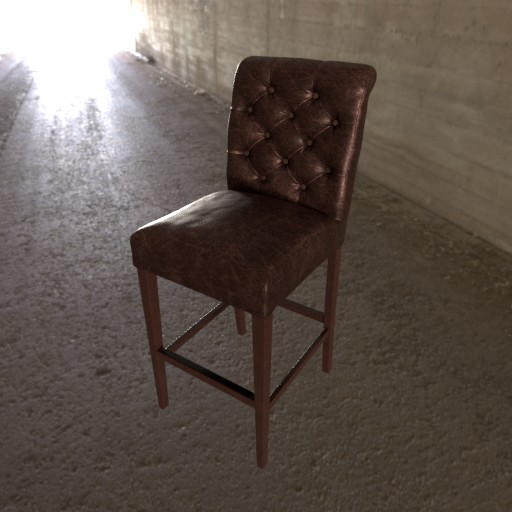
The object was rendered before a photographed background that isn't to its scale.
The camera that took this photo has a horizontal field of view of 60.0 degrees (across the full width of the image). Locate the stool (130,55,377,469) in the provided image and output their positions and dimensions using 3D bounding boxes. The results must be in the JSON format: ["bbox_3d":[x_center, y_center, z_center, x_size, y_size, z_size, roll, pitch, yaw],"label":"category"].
[{"bbox_3d":[0.000,0.000,1.492,0.483,1.168,0.659,18,35,28],"label":"stool"}]
